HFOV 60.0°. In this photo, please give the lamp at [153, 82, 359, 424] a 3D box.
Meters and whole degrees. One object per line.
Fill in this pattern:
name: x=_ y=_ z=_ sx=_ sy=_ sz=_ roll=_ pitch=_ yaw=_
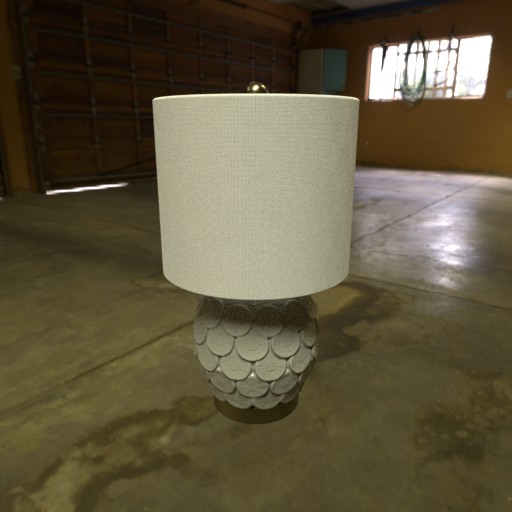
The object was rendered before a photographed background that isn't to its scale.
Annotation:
lamp: x=0.000 y=0.000 z=0.616 sx=0.254 sy=0.452 sz=0.254 roll=0 pitch=17 yaw=0
